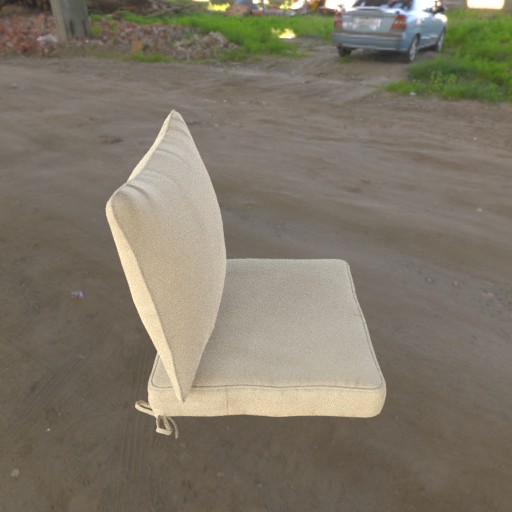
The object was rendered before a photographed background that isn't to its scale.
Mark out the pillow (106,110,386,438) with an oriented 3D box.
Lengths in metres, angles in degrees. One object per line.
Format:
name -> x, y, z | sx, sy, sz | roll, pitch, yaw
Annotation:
pillow -> 0.000, 0.000, 1.369 | 0.733, 0.716, 0.798 | 0, 31, 1
